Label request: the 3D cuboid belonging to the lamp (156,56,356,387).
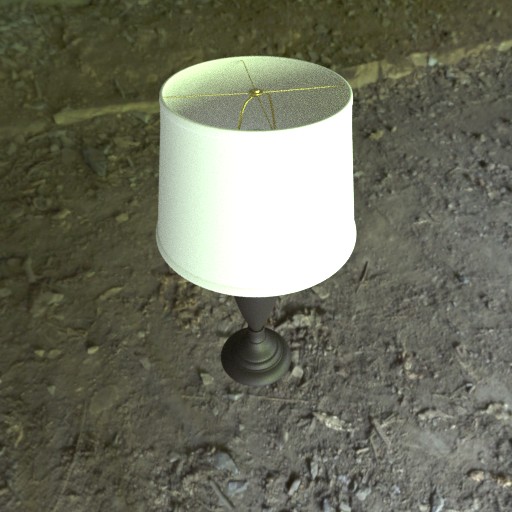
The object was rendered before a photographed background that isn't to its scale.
[{"bbox_3d":[0.000,0.000,0.801,0.335,0.611,0.335,0,42,0],"label":"lamp"}]
